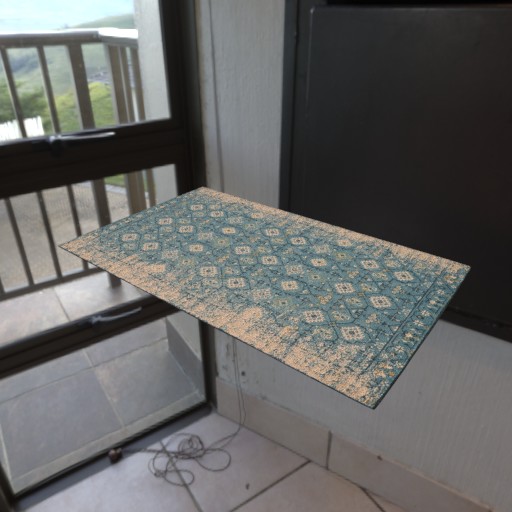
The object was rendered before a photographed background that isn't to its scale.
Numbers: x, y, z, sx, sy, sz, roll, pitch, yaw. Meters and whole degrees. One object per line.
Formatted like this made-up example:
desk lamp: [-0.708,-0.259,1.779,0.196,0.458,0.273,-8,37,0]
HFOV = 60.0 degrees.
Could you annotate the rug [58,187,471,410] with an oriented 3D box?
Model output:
rug: [0.000,0.000,2.231,1.795,0.008,1.102,21,35,32]
